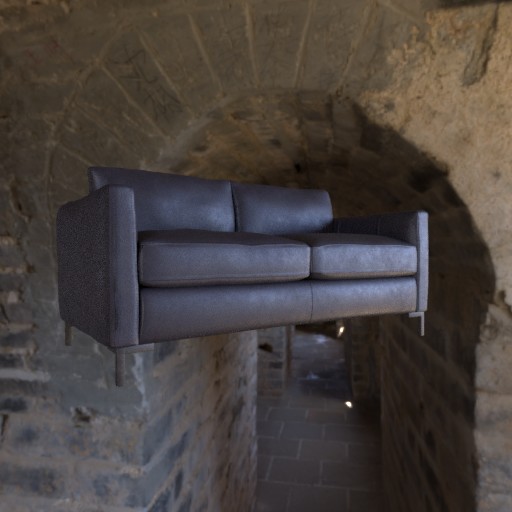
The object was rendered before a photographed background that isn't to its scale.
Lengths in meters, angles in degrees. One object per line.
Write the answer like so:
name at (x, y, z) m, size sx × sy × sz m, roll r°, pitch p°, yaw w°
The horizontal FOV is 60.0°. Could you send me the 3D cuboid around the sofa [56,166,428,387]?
sofa at (0.000, 0.000, 2.306) m, size 1.805 × 0.883 × 0.947 m, roll 0°, pitch 0°, yaw -36°
